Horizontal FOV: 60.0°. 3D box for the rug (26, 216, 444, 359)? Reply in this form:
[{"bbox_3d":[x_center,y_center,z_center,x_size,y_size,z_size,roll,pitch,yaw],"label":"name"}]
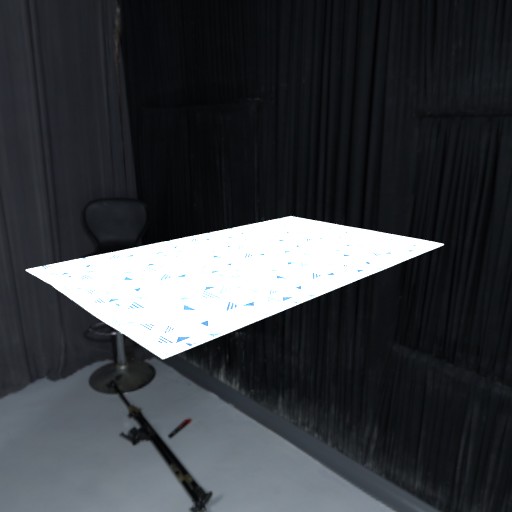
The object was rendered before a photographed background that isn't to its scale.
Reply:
[{"bbox_3d":[0.000,0.000,3.001,2.457,0.009,1.512,-15,22,-42],"label":"rug"}]
